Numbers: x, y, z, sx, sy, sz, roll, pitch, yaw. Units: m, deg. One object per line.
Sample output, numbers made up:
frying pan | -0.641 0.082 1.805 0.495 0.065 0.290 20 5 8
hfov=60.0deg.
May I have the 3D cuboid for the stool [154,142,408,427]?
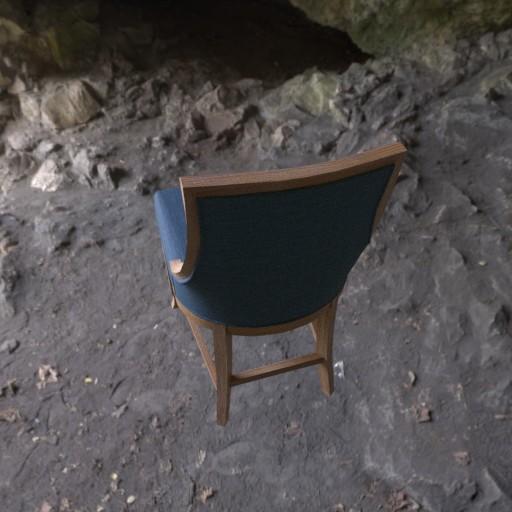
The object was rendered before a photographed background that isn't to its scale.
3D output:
stool | 0.000 0.000 1.314 0.524 0.938 0.626 -12 44 -12
